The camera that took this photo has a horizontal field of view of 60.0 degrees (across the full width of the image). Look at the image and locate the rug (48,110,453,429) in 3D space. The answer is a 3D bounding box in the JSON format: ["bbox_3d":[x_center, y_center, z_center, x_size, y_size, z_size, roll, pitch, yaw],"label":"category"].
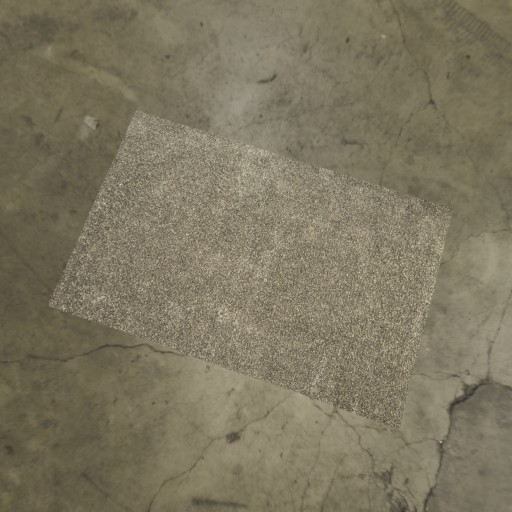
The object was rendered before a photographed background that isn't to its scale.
[{"bbox_3d":[0.000,0.000,2.958,2.350,0.025,1.502,18,77,4],"label":"rug"}]
